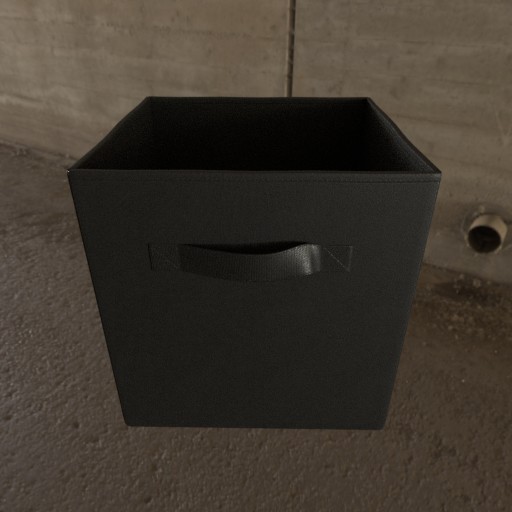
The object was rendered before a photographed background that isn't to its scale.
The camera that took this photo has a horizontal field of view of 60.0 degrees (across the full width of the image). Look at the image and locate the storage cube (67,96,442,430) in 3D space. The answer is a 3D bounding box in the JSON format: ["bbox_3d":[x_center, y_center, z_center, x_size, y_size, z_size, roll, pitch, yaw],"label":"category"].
[{"bbox_3d":[0.000,0.000,0.483,0.270,0.280,0.270,0,31,1],"label":"storage cube"}]
